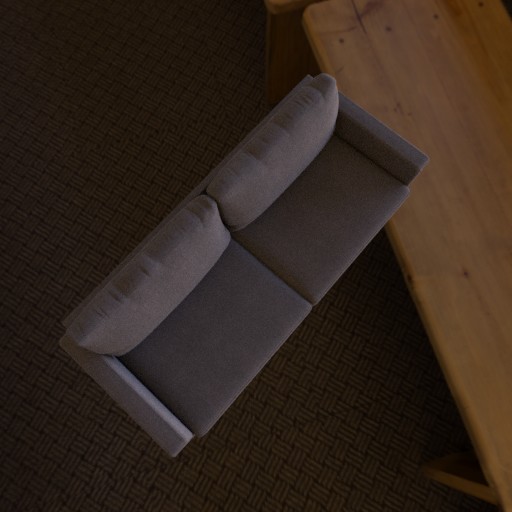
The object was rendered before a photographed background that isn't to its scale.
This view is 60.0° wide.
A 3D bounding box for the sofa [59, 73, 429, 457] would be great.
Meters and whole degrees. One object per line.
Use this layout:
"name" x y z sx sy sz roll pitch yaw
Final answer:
"sofa" 0.000 0.000 2.561 0.880 0.880 2.100 41 79 10
